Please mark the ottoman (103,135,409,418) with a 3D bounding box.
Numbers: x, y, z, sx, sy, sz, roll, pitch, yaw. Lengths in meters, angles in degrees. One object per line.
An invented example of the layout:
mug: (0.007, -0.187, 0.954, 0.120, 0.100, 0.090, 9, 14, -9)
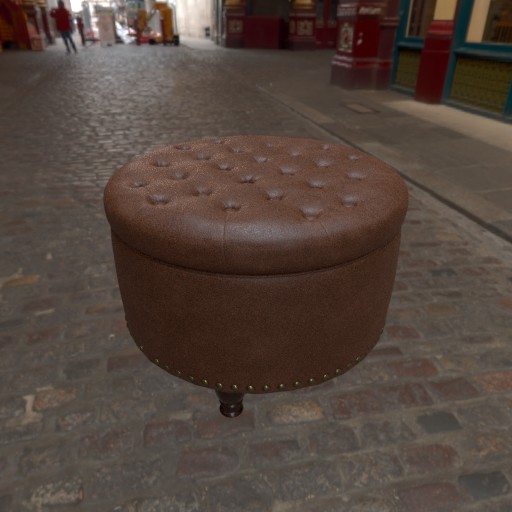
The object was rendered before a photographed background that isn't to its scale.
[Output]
ottoman: (0.000, 0.000, 1.051, 0.637, 0.442, 0.637, 0, 29, 0)
